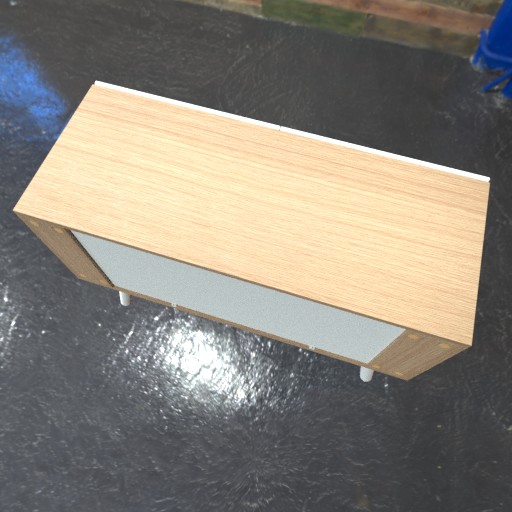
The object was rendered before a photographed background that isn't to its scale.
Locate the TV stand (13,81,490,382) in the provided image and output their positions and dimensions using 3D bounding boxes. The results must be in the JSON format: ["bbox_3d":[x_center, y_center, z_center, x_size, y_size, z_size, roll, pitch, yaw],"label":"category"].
[{"bbox_3d":[0.000,0.000,1.289,0.991,0.660,0.407,16,66,7],"label":"TV stand"}]
